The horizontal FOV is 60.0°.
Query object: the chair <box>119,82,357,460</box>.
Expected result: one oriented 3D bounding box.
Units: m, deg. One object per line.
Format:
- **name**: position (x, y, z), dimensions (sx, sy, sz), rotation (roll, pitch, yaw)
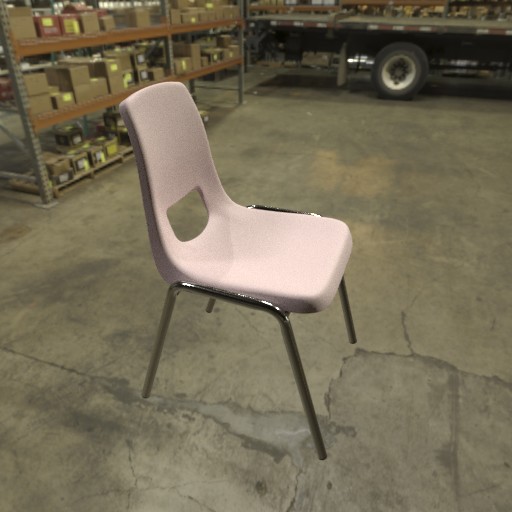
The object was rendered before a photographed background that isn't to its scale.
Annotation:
- **chair**: position (0.000, 0.000, 0.929), dimensions (0.436, 0.653, 0.381), rotation (11, 33, 17)
